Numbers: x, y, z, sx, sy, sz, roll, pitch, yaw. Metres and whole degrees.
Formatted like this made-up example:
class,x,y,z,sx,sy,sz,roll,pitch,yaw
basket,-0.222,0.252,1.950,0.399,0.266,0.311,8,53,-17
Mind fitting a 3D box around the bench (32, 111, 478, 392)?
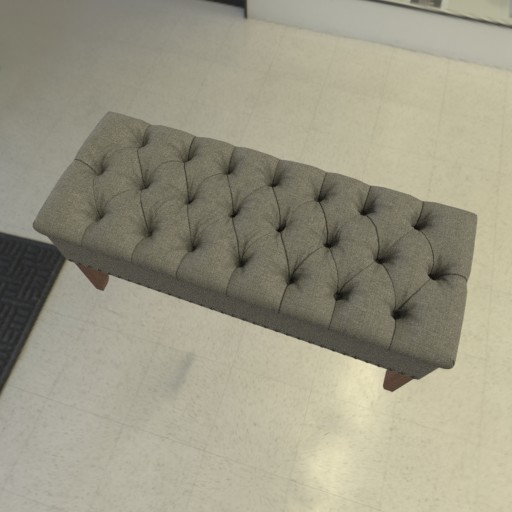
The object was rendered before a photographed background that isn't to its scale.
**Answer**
class,x,y,z,sx,sy,sz,roll,pitch,yaw
bench,0.000,0.000,1.291,1.052,0.470,0.417,18,65,9
